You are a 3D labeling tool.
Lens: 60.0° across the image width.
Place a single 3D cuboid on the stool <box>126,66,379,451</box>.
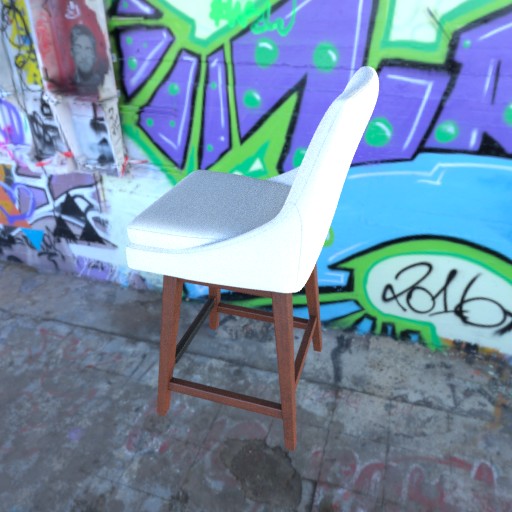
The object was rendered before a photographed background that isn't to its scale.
[{"bbox_3d":[0.000,0.000,1.280,0.559,0.991,0.469,9,32,15],"label":"stool"}]
